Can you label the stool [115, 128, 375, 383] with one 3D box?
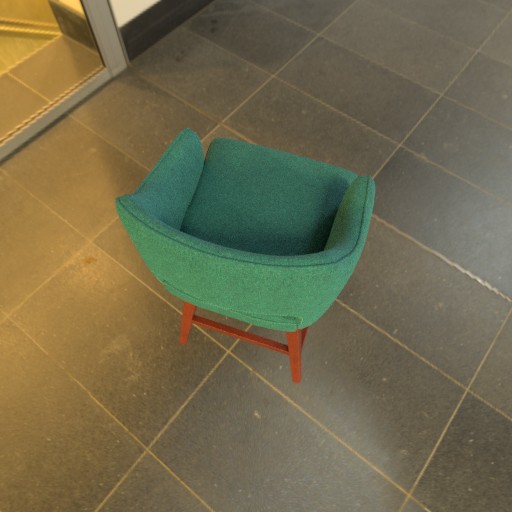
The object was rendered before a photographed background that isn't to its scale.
[{"bbox_3d":[0.000,0.000,1.307,0.548,0.961,0.556,17,64,9],"label":"stool"}]
